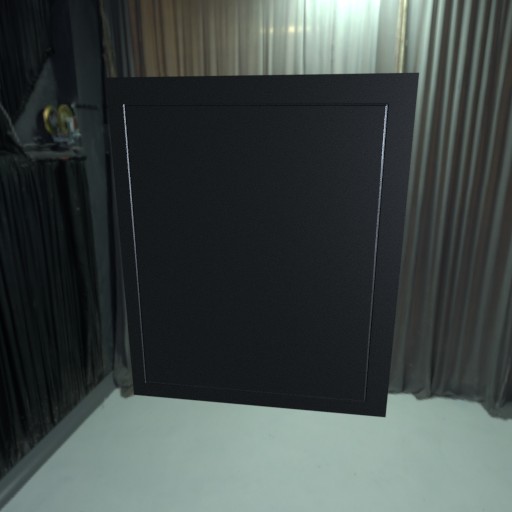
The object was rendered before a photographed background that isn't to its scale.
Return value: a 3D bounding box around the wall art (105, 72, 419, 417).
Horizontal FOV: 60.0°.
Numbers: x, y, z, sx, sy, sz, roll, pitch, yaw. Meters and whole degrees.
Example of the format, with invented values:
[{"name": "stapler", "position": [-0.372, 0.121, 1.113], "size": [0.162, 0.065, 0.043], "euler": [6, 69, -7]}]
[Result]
[{"name": "wall art", "position": [0.000, 0.000, 0.739], "size": [0.461, 0.558, 0.031], "euler": [2, 17, 8]}]
